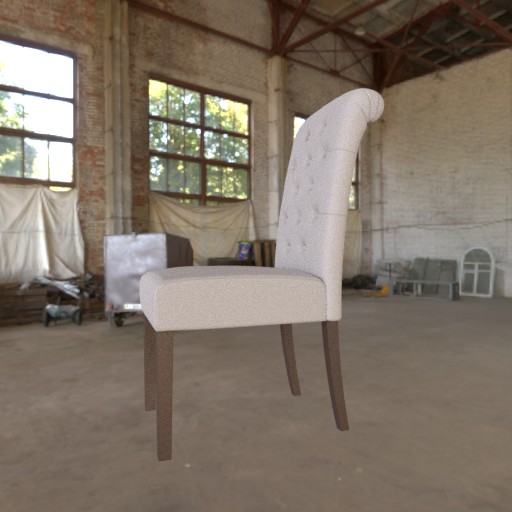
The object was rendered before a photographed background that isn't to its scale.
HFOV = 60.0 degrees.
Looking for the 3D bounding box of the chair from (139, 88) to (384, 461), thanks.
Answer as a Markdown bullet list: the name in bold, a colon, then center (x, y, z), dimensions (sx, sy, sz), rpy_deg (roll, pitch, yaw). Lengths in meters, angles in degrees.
- **chair**: center (0.000, 0.000, 1.378), dimensions (0.671, 1.006, 0.456), rpy_deg (0, 0, -19)
